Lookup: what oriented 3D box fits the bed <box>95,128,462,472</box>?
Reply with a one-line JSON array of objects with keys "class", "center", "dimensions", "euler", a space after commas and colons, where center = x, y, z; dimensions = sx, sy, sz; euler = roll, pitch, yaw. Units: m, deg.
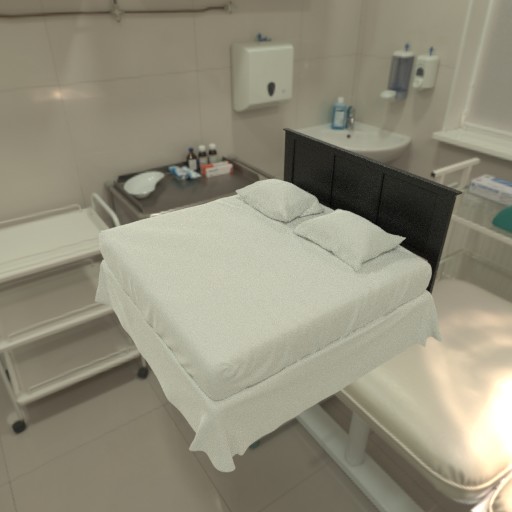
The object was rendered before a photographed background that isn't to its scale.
[{"class": "bed", "center": [0.000, 0.000, 3.602], "dimensions": [2.219, 1.271, 2.315], "euler": [-20, 37, -29]}]
